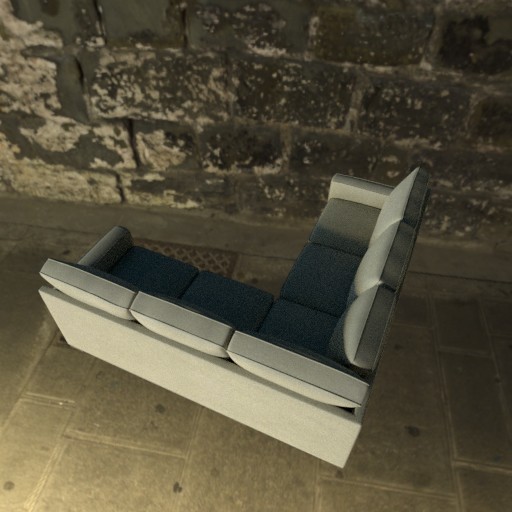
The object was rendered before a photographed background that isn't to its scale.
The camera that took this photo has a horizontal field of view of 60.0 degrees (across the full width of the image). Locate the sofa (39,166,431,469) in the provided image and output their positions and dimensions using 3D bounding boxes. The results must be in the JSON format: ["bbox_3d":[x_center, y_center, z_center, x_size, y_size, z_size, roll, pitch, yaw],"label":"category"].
[{"bbox_3d":[0.000,0.000,3.441,2.211,0.936,2.188,18,49,16],"label":"sofa"}]
